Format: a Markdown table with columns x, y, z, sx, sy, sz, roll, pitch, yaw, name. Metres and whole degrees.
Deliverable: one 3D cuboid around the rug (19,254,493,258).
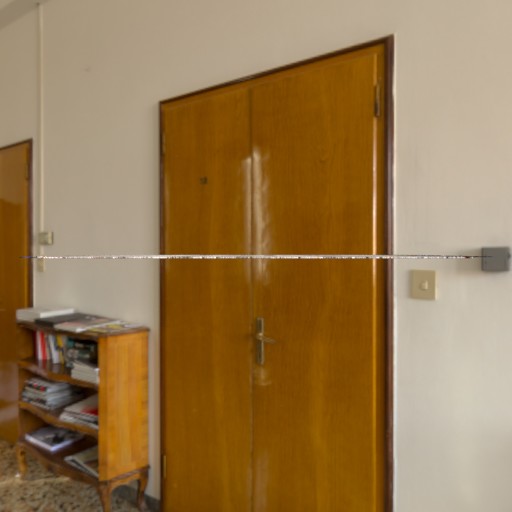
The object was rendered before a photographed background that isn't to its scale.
| x | y | z | sx | sy | sz | roll | pitch | yaw | name |
| --- | --- | --- | --- | --- | --- | --- | --- | --- | --- |
| 0.000 | 0.000 | 2.288 | 1.848 | 0.012 | 1.217 | 0 | 0 | 0 | rug |
